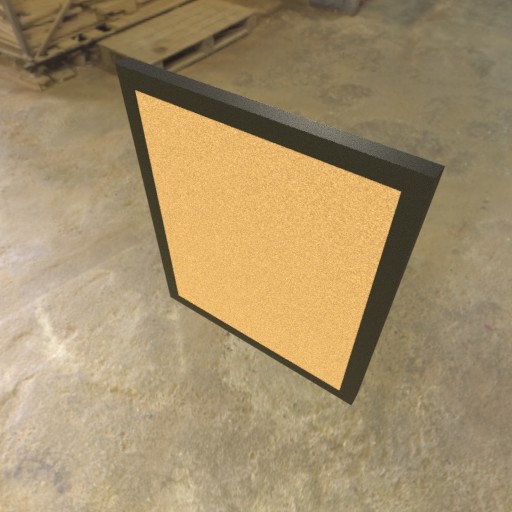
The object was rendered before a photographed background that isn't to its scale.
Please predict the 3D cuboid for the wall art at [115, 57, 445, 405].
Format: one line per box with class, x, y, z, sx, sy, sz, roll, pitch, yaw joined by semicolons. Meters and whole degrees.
wall art;0.000;0.000;0.697;0.432;0.508;0.025;27;53;22
